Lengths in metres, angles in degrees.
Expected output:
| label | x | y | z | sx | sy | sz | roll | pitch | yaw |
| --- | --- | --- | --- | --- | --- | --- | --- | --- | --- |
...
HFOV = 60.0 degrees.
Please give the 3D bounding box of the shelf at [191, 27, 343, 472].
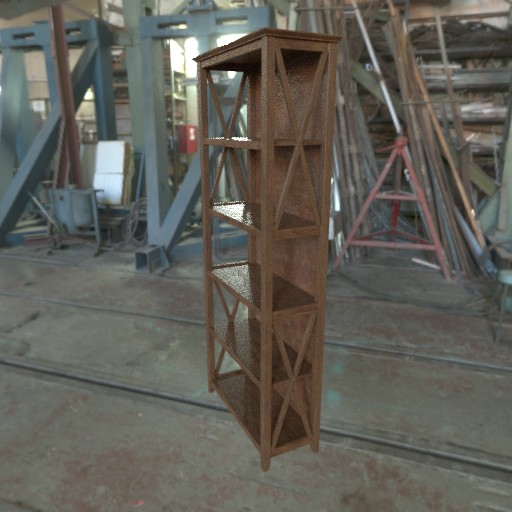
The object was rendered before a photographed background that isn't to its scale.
| label | x | y | z | sx | sy | sz | roll | pitch | yaw |
| --- | --- | --- | --- | --- | --- | --- | --- | --- | --- |
| shelf | 0.000 | 0.000 | 2.220 | 0.335 | 1.905 | 0.805 | -8 | 18 | -25 |
